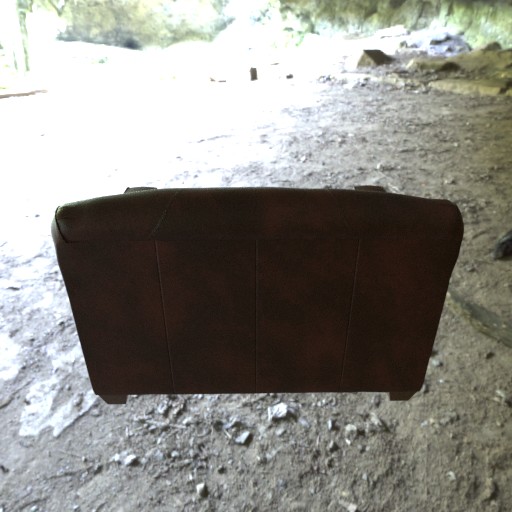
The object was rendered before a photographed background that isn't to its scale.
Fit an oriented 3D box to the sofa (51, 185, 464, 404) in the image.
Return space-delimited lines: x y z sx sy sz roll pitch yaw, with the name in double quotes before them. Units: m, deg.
"sofa" 0.000 0.000 2.066 1.413 0.956 1.000 0 30 -1
